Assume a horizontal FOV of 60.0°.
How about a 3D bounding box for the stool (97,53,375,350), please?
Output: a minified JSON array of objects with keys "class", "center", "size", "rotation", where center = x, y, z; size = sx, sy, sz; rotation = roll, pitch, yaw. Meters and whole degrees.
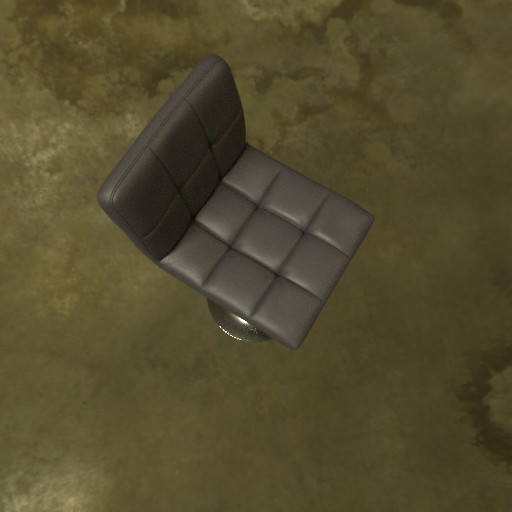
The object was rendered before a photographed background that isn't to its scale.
[{"class":"stool","center":[0.000,0.000,1.386],"size":[0.505,1.115,0.430],"rotation":[31,76,9]}]
